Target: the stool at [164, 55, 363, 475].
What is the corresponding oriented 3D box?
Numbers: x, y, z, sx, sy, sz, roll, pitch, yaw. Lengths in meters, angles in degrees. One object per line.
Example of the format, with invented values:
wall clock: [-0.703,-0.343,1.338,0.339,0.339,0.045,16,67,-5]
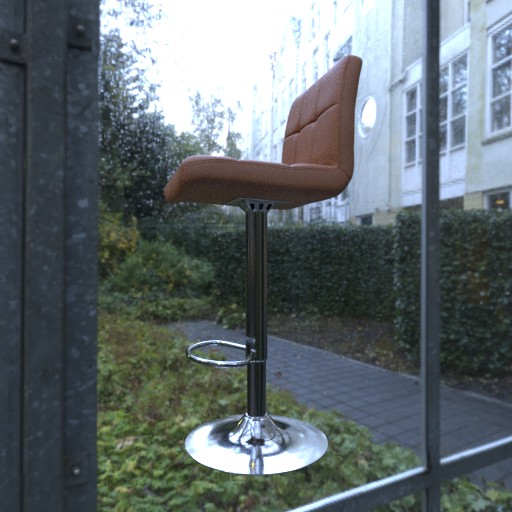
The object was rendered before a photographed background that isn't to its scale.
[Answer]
stool: [0.000,0.000,1.327,0.505,1.115,0.430,0,0,-17]
